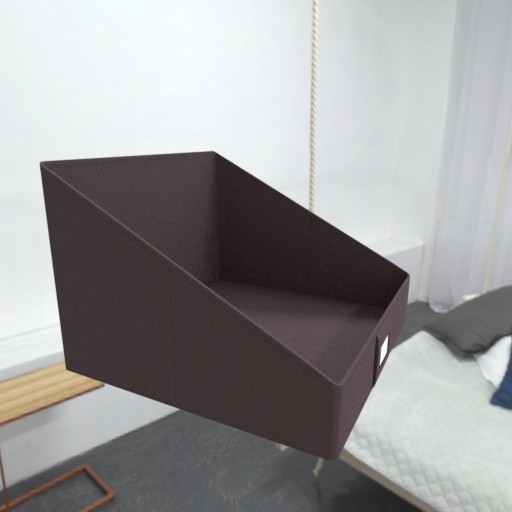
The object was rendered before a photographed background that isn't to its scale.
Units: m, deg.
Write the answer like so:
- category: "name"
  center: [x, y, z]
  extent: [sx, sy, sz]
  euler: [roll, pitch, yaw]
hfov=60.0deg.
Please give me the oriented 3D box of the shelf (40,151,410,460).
- category: "shelf"
  center: [0.000, 0.000, 0.484]
  extent: [0.292, 0.210, 0.292]
  euler: [8, 17, 27]
